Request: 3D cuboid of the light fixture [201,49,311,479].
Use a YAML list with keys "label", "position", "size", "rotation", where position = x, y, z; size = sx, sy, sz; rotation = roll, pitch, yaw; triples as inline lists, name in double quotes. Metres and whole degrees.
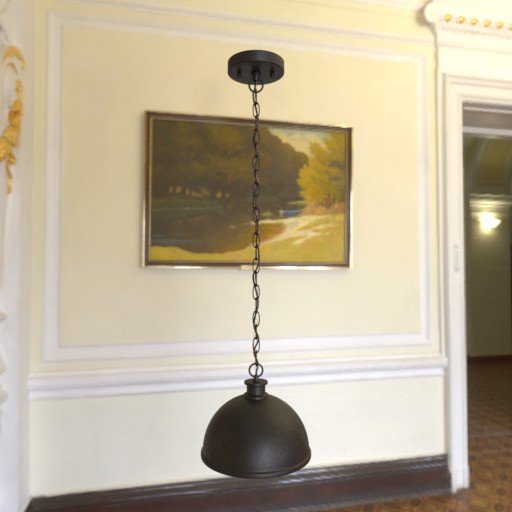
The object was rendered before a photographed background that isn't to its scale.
- label: "light fixture"
  position: [0.000, 0.000, 1.240]
  size: [0.304, 1.090, 0.304]
  rotation: [0, -1, 0]
